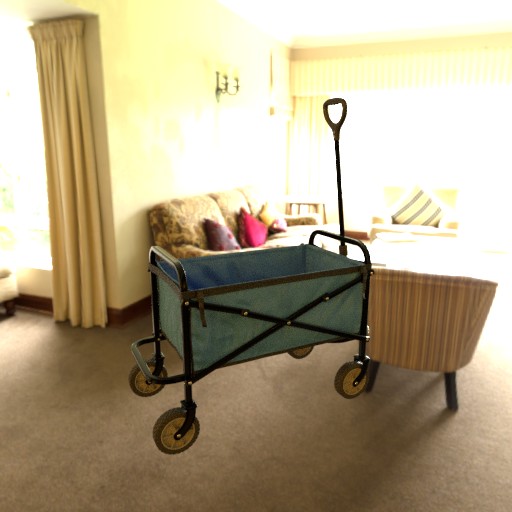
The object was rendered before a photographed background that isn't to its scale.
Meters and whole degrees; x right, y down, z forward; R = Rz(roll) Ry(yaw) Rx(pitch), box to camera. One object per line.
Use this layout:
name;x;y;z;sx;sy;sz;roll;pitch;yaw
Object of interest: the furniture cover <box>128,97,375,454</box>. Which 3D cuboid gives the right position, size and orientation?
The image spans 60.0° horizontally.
furniture cover;0.000;0.000;1.864;1.038;1.295;0.532;-7;16;-26
